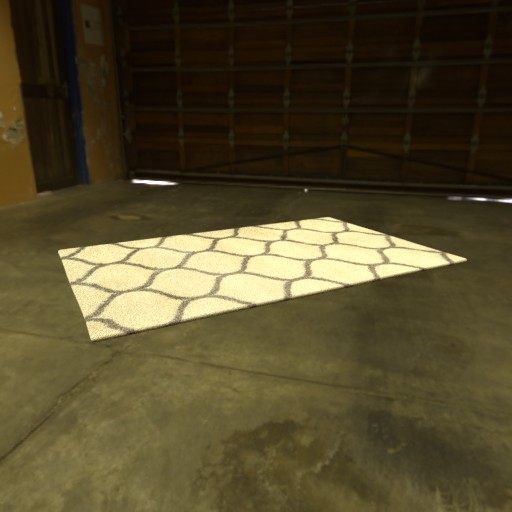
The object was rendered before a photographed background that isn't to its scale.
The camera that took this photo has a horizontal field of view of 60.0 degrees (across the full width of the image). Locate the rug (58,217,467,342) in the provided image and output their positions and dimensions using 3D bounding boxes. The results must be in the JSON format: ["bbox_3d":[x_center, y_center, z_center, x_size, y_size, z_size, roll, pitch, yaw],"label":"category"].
[{"bbox_3d":[0.000,0.000,3.002,2.348,0.024,1.501,-9,19,-27],"label":"rug"}]
